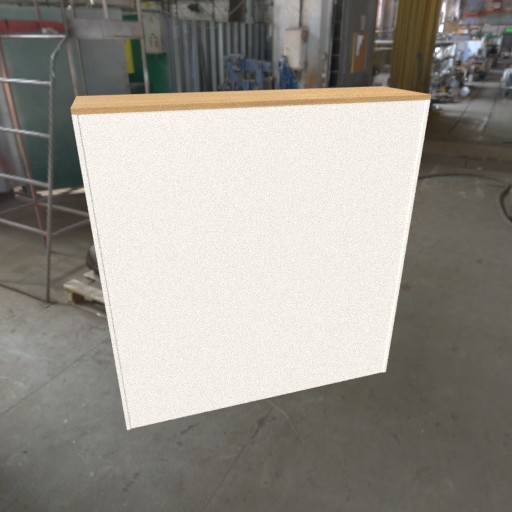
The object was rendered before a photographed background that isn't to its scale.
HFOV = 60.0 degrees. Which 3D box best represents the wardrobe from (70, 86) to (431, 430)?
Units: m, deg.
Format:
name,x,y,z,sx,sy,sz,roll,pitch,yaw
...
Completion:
name,x,y,z,sx,sy,sz,roll,pitch,yaw
wardrobe,0.000,0.000,3.295,2.160,2.260,0.590,-8,27,-15
